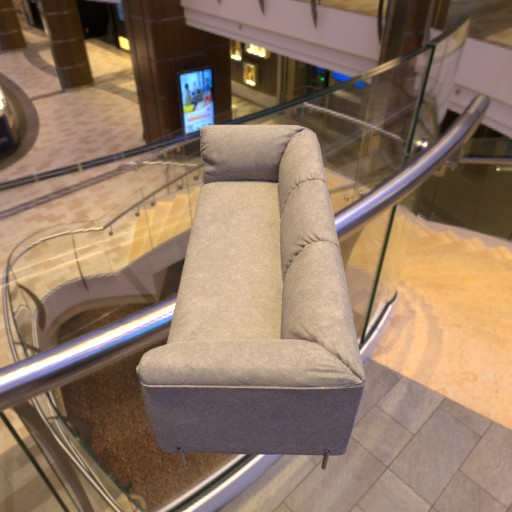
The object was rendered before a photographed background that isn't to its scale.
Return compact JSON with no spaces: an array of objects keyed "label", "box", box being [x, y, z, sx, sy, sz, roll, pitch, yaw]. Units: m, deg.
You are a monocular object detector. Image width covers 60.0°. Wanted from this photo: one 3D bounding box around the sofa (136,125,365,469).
[{"label":"sofa","box":[0.000,0.000,2.697,0.899,0.758,2.238,1,40,1]}]
